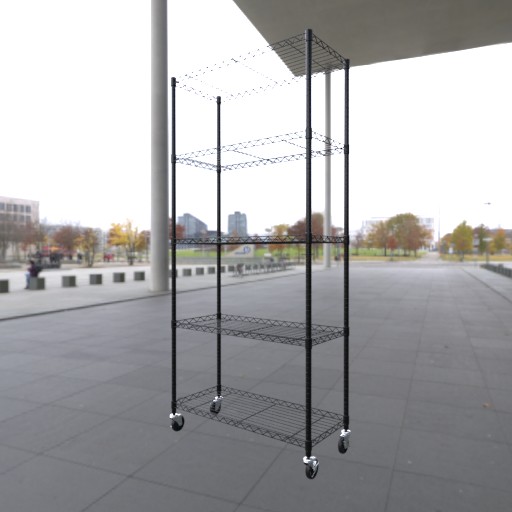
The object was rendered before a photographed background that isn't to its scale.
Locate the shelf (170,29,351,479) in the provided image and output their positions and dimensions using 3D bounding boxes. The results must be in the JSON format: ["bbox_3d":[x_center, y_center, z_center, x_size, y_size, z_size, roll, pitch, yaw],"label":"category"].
[{"bbox_3d":[0.000,0.000,1.960,0.762,1.645,0.356,0,1,37],"label":"shelf"}]
